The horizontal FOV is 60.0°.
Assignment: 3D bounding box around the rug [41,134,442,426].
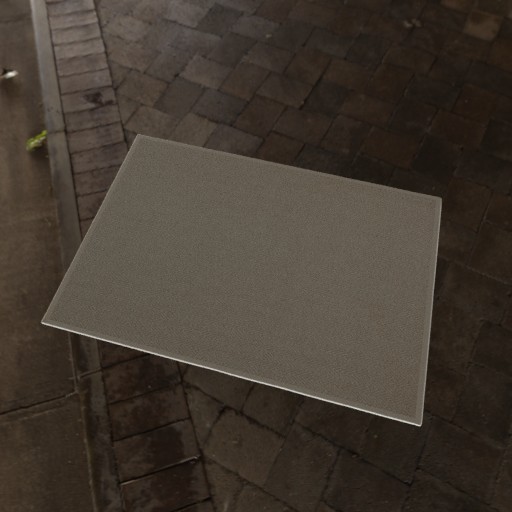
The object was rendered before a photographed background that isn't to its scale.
[{"bbox_3d":[0.000,0.000,2.845,2.244,0.017,1.532,13,63,7],"label":"rug"}]
